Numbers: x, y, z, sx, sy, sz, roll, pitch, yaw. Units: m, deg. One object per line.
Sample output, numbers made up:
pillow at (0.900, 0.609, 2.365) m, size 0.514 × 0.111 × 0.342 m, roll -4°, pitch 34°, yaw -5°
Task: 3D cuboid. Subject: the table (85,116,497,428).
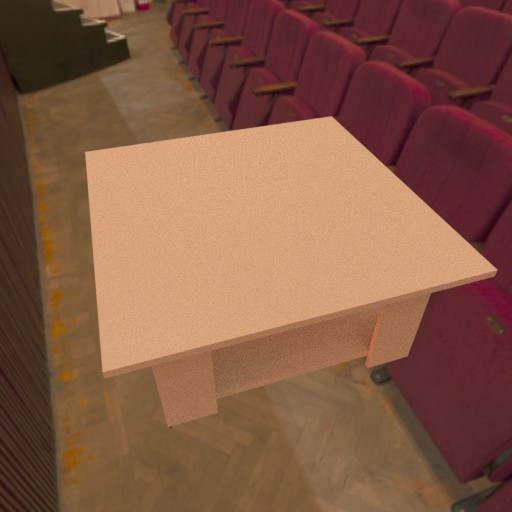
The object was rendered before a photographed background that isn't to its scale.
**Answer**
table at (0.000, 0.000, 1.038) m, size 0.670 × 0.305 × 0.670 m, roll -12°, pitch 43°, yaw -14°
